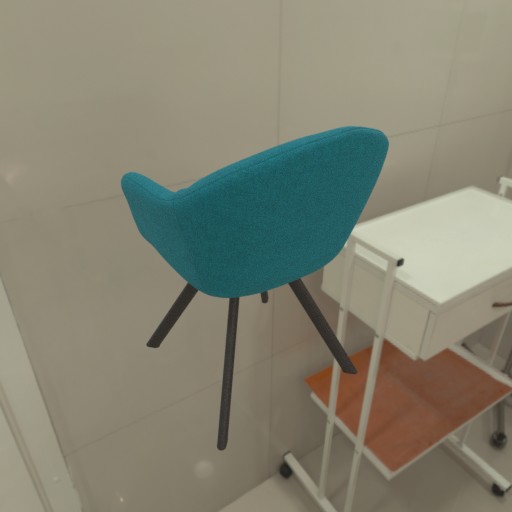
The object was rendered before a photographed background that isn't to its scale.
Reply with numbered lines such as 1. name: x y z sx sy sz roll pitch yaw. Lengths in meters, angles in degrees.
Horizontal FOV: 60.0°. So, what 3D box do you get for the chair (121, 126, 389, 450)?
1. chair: 0.000 0.000 1.170 0.545 0.775 0.565 -19 35 -29
